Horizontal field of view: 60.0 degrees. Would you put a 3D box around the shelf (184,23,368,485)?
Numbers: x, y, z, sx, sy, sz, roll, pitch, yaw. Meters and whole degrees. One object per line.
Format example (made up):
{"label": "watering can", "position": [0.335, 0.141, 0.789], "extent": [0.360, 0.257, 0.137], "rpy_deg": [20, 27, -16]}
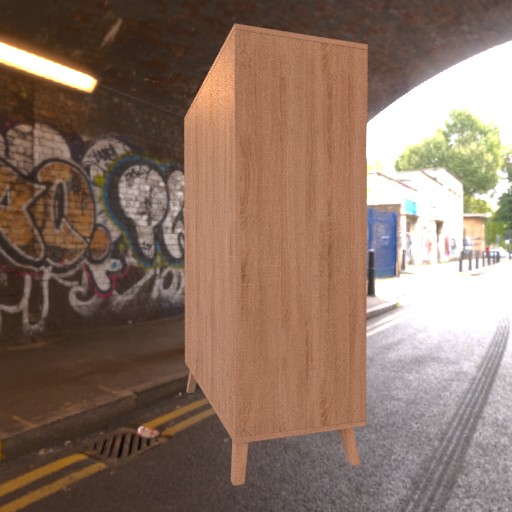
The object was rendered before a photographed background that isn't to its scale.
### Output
{"label": "shelf", "position": [0.000, 0.000, 1.862], "extent": [0.450, 1.390, 1.000], "rpy_deg": [0, 1, -18]}
